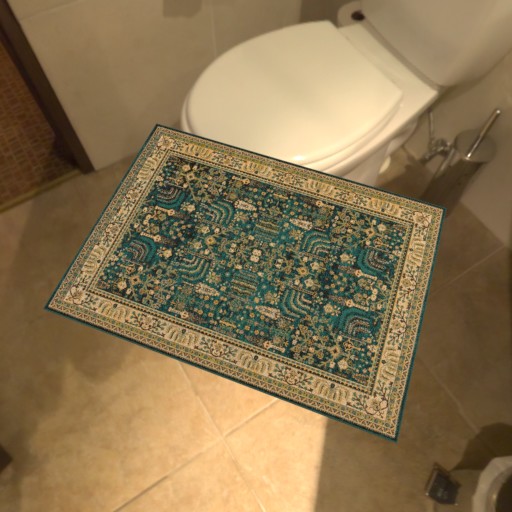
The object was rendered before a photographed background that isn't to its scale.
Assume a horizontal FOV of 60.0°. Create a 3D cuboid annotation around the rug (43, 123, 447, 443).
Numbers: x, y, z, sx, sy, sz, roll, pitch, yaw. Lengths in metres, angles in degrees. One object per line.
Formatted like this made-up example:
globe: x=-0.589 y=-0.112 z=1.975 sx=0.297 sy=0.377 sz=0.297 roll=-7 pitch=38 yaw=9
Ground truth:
rug: x=0.000 y=0.000 z=2.895 sx=2.213 sy=0.013 sz=1.594 roll=18 pitch=65 yaw=9
